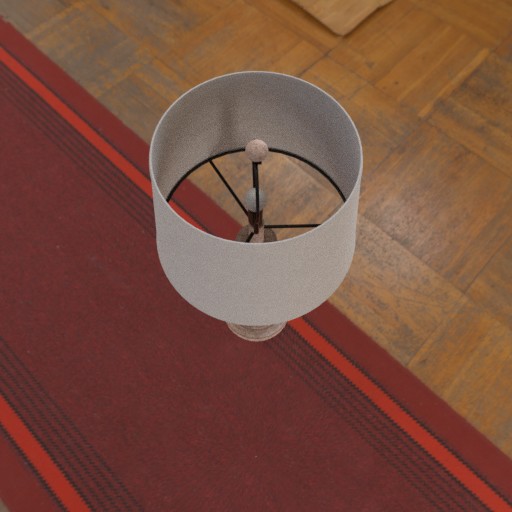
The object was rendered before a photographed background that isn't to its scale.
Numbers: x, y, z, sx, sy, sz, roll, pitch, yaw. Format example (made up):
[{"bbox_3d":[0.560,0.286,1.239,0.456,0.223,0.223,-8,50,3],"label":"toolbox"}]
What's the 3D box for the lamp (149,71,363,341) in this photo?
[{"bbox_3d":[0.000,0.000,0.862,0.340,0.678,0.340,0,66,0],"label":"lamp"}]
